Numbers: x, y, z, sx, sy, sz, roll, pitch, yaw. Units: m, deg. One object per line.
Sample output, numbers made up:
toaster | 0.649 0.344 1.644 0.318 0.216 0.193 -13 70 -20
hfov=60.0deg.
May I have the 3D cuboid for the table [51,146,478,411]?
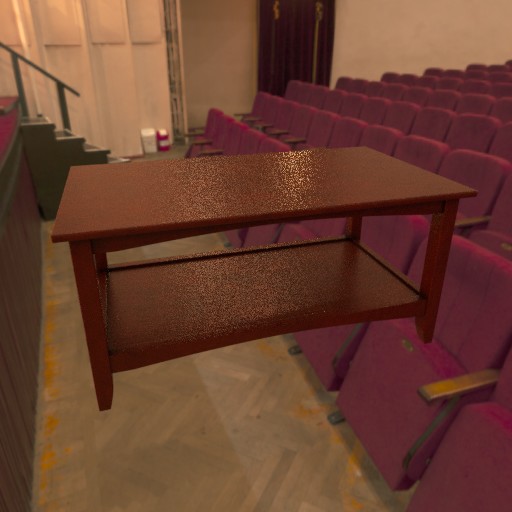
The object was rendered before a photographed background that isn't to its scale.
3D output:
table | 0.000 0.000 1.255 0.943 0.456 0.533 -7 26 -15
